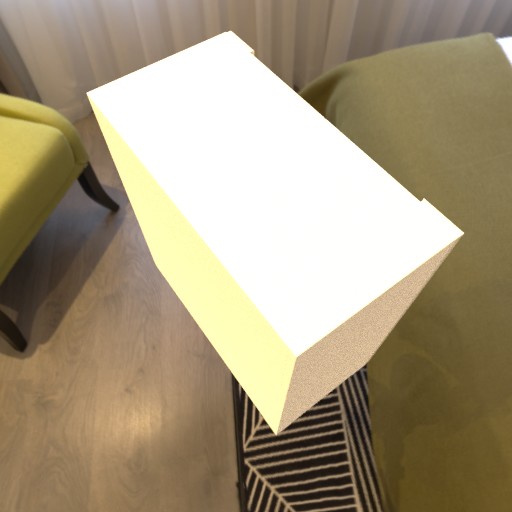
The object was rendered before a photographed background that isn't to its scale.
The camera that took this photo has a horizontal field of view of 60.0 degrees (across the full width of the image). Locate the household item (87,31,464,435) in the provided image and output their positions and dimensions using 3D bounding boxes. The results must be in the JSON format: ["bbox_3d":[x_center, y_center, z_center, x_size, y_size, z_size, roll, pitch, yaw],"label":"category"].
[{"bbox_3d":[0.000,0.000,1.337,0.420,0.870,0.800,-32,65,-17],"label":"household item"}]
